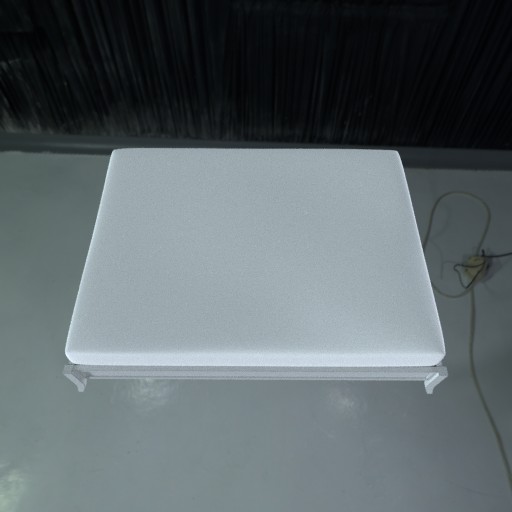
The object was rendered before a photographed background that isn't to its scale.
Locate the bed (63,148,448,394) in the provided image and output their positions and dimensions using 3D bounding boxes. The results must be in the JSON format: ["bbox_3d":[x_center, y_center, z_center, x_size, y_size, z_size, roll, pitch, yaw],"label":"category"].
[{"bbox_3d":[0.000,0.000,2.848,2.108,0.510,1.604,0,58,0],"label":"bed"}]
